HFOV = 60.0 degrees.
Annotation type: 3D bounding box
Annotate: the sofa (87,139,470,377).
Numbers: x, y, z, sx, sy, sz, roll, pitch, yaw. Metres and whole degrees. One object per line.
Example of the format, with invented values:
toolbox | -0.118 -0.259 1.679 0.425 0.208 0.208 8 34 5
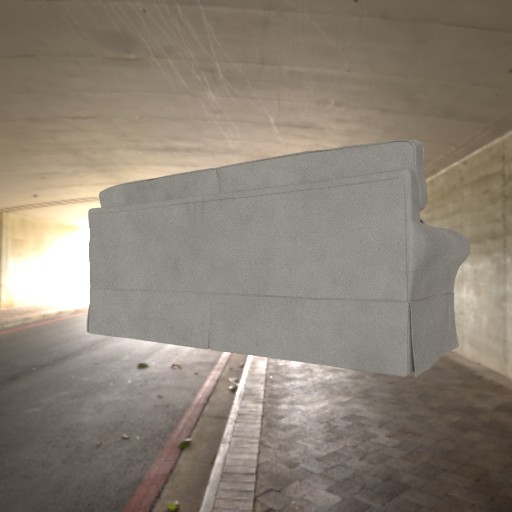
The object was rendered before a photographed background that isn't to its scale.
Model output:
sofa | 0.000 0.000 2.692 2.246 1.014 0.900 -1 -2 35
